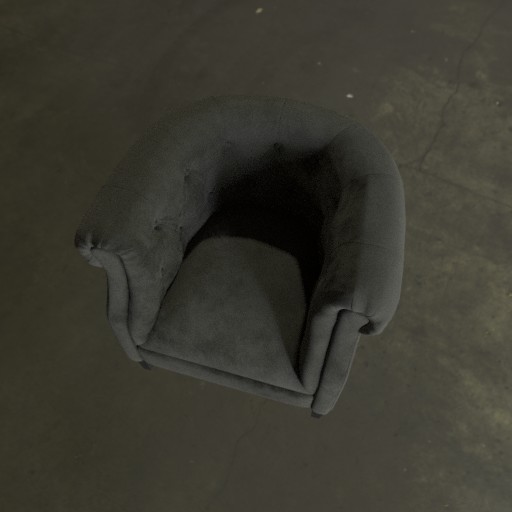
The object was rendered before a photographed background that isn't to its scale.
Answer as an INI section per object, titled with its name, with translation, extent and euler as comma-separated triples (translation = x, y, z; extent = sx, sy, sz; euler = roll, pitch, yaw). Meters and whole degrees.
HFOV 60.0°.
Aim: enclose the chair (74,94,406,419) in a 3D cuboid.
[chair]
translation = 0.000, 0.000, 1.605
extent = 0.904, 0.826, 0.851
euler = 13, 58, 9
